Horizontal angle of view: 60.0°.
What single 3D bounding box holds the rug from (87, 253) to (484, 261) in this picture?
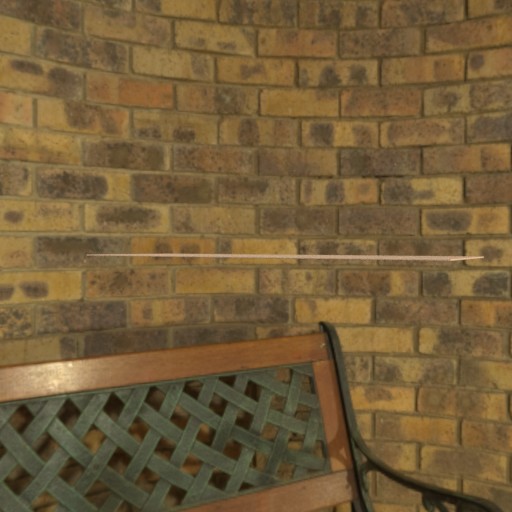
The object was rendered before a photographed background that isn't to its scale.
[{"bbox_3d":[0.000,0.000,2.763,2.439,0.008,0.762,1,1,36],"label":"rug"}]
